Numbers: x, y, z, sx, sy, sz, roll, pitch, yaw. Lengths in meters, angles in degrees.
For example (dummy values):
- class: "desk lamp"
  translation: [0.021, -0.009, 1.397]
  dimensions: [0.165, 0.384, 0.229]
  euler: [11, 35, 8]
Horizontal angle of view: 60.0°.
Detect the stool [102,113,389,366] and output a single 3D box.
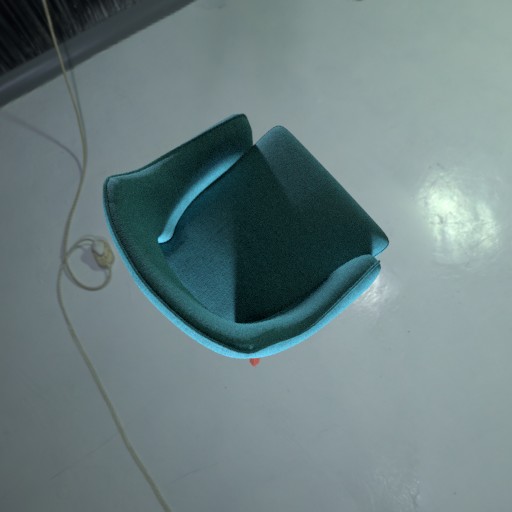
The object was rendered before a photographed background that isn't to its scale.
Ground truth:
- class: "stool"
  translation: [0.000, 0.000, 1.294]
  dimensions: [0.556, 0.961, 0.548]
  euler: [-39, 79, -9]
